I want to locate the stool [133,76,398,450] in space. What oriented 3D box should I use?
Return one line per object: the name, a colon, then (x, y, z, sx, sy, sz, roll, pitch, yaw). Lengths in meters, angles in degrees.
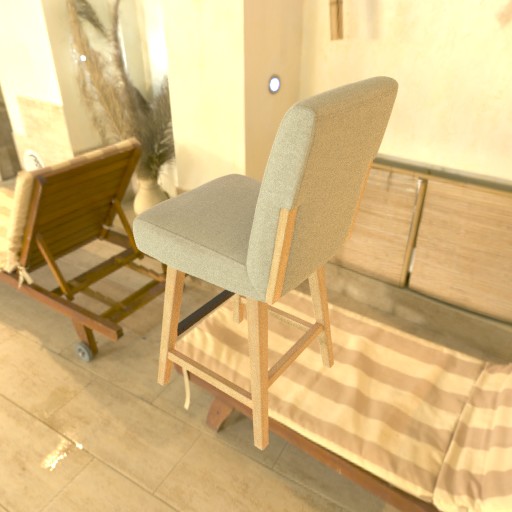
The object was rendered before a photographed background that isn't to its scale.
stool: (0.000, 0.000, 1.418, 0.606, 1.085, 0.507, 21, 36, 31)
